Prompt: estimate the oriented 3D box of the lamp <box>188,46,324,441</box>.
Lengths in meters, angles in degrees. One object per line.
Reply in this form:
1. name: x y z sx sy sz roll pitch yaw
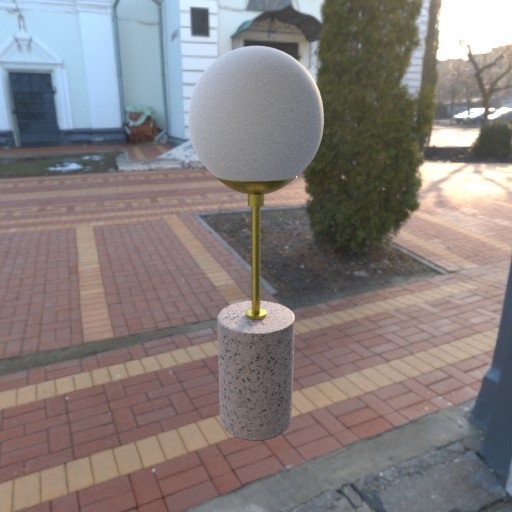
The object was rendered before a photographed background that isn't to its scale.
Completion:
1. lamp: 0.000 0.000 0.557 0.153 0.480 0.153 0 18 0
